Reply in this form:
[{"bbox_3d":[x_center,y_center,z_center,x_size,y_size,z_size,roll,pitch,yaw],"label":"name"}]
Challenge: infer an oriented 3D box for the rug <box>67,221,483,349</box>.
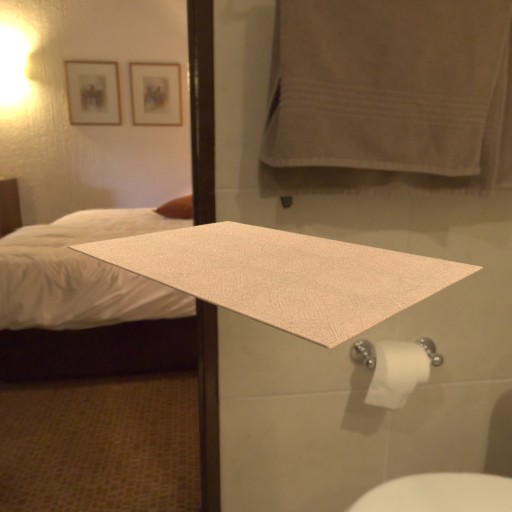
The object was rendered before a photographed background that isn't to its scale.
[{"bbox_3d":[0.000,0.000,2.324,1.236,0.009,1.839,-14,20,-43],"label":"rug"}]
